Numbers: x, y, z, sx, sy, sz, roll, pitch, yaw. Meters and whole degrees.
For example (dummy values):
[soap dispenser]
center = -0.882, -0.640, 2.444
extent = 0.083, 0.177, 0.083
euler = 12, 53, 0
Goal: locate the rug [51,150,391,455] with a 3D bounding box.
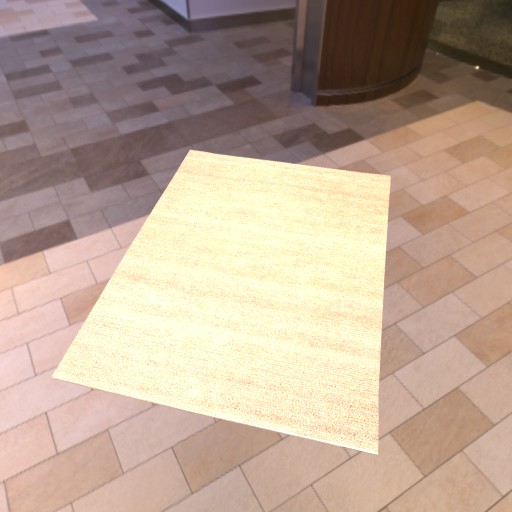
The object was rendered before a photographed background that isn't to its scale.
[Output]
[rug]
center = 0.000, 0.000, 4.273
extent = 2.467, 0.046, 3.245
euler = 10, 47, 9
